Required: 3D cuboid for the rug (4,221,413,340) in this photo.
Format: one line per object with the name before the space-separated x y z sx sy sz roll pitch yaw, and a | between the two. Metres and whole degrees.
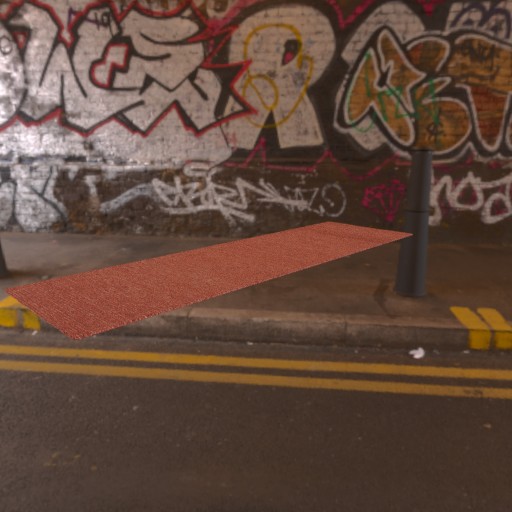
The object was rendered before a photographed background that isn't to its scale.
rug | 0.000 0.000 2.409 0.687 0.012 2.307 14 20 43
